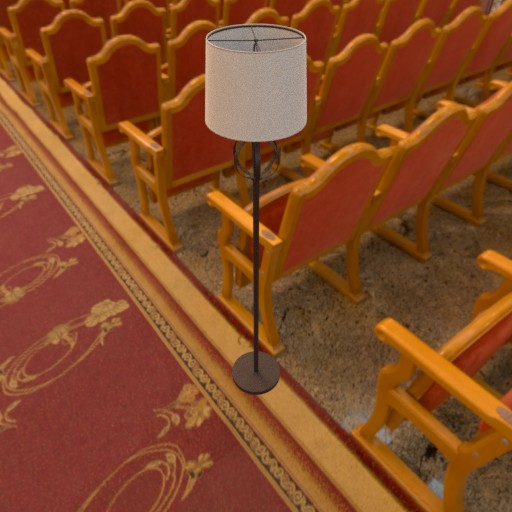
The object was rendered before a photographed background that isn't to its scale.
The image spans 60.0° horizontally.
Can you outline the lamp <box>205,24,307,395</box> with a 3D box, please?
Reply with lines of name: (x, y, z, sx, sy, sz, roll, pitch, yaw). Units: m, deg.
lamp: (0.000, 0.000, 1.595, 0.286, 1.462, 0.286, -26, 47, -27)
